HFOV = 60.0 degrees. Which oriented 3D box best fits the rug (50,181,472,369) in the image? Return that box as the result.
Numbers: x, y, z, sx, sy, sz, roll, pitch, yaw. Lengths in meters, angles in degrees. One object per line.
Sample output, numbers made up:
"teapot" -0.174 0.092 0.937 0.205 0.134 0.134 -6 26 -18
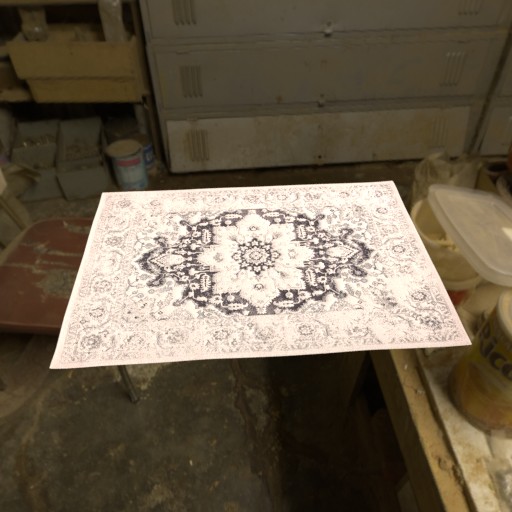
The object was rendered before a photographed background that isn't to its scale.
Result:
"rug" 0.000 0.000 2.320 1.813 0.008 1.223 -3 45 -3
